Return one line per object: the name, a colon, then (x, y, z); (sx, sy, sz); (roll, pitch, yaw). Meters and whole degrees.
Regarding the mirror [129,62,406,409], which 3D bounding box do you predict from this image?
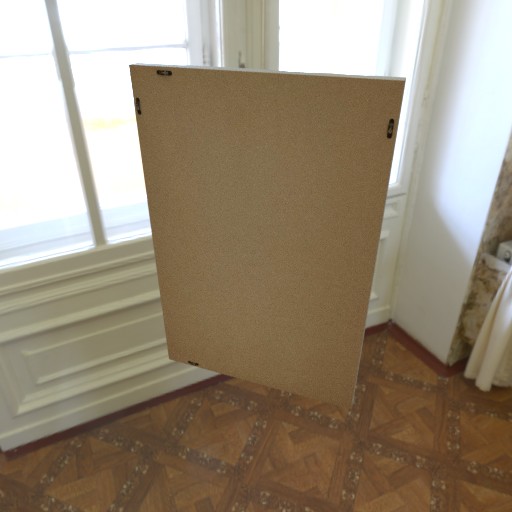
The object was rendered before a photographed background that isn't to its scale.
mirror: (0.000, 0.000, 1.172); (0.609, 0.915, 0.040); (11, 33, 17)
